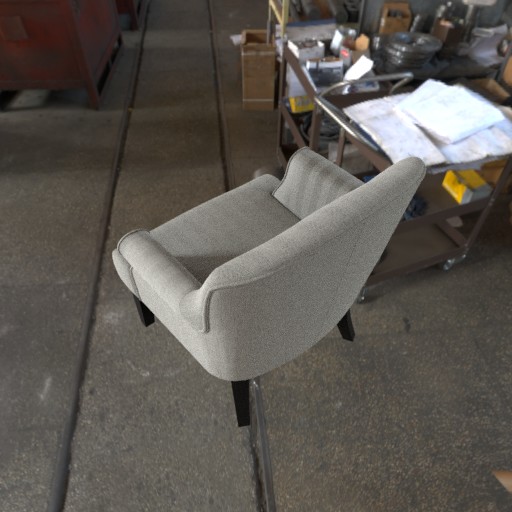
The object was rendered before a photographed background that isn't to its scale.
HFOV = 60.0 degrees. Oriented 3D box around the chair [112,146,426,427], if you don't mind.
[{"bbox_3d":[0.000,0.000,1.474,0.772,0.880,0.755,-31,54,-26],"label":"chair"}]
